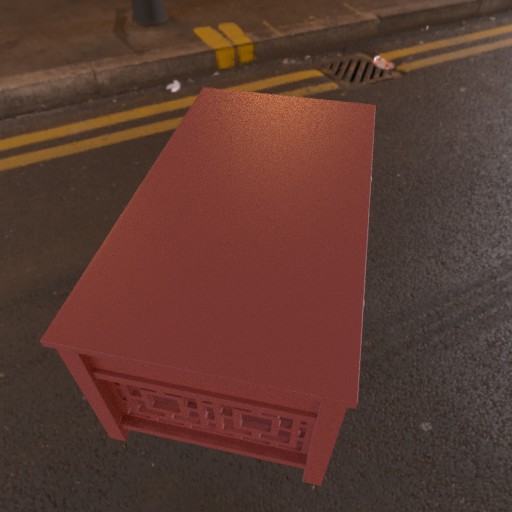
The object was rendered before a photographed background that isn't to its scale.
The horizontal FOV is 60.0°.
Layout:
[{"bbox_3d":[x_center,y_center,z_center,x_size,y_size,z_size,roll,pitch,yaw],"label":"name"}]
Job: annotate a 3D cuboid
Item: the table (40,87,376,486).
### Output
[{"bbox_3d":[0.000,0.000,1.337,0.612,0.493,1.068,9,47,8],"label":"table"}]
